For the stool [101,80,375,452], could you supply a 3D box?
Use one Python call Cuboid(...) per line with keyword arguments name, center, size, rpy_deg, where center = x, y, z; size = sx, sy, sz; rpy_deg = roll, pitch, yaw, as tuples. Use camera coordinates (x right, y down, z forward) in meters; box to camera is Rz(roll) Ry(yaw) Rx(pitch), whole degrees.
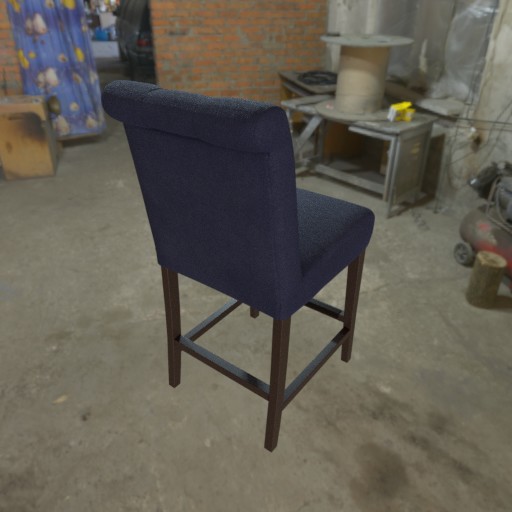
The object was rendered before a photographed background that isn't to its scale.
Cuboid(name="stool", center=(0.000, 0.000, 1.321), size=(0.493, 1.010, 0.601), rpy_deg=(21, 37, 31))
